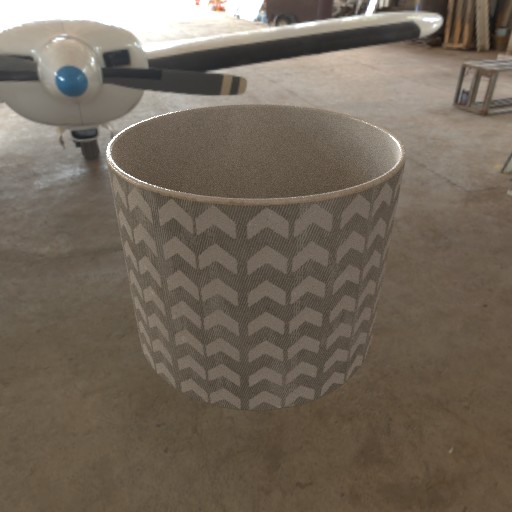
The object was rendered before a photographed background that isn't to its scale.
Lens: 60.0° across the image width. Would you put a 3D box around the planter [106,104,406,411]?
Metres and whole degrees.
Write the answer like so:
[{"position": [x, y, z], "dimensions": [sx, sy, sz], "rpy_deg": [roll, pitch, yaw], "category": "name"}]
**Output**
[{"position": [0.000, 0.000, 0.339], "dimensions": [0.190, 0.181, 0.190], "rpy_deg": [0, 32, 0], "category": "planter"}]
